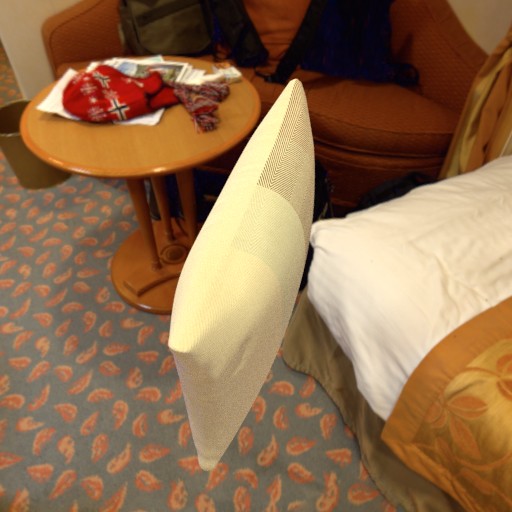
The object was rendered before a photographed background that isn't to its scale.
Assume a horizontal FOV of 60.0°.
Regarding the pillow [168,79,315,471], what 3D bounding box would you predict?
[{"bbox_3d":[0.000,0.000,0.636,0.139,0.305,0.506,11,47,10],"label":"pillow"}]
